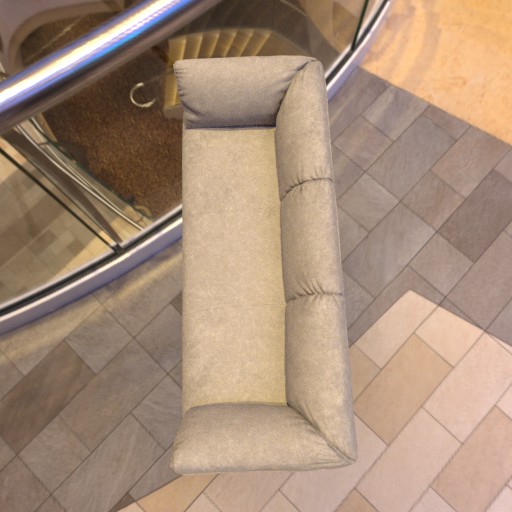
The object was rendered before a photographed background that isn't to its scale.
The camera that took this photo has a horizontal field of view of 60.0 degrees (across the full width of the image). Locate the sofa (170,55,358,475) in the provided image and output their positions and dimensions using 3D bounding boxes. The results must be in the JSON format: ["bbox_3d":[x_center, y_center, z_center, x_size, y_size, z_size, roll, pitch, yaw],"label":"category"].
[{"bbox_3d":[0.000,0.000,2.619,0.899,0.758,2.238,-2,75,-1],"label":"sofa"}]
